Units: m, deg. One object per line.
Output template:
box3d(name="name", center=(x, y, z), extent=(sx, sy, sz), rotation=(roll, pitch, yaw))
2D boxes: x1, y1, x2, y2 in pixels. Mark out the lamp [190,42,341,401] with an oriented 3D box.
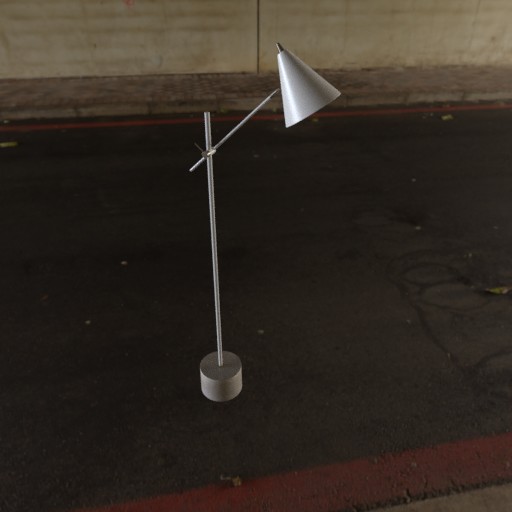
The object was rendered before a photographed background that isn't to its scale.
box3d(name="lamp", center=(0.000, 0.000, 1.640), extent=(0.508, 1.430, 0.223), rotation=(11, 32, 19))
